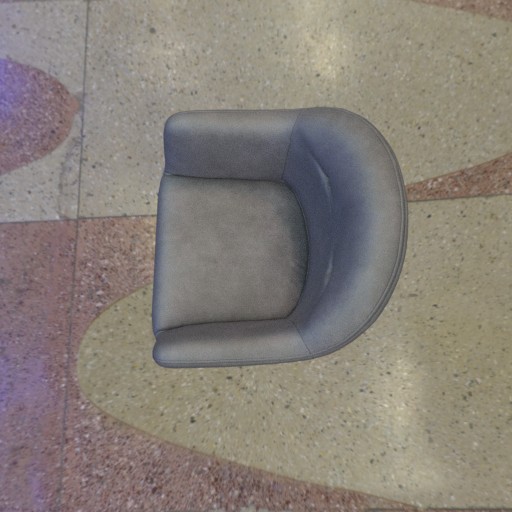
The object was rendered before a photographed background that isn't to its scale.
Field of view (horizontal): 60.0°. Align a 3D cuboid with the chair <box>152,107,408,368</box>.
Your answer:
[{"bbox_3d":[0.000,0.000,1.159,0.544,0.781,0.567,0,76,0],"label":"chair"}]
